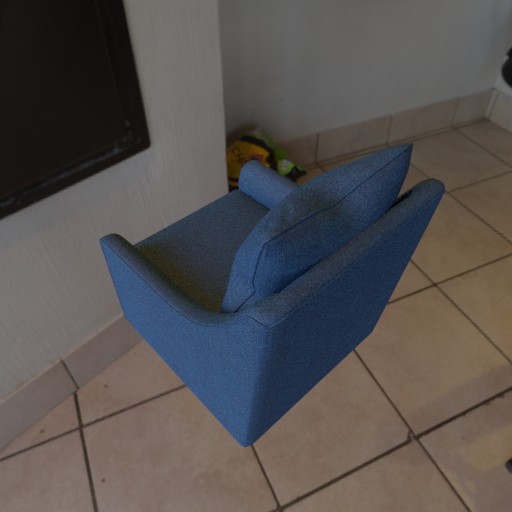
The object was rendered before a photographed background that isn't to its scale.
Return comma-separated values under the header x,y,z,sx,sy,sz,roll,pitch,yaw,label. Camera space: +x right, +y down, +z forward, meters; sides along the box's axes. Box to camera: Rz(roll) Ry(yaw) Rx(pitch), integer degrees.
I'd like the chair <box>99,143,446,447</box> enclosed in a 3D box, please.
x,y,z,sx,sy,sz,roll,pitch,yaw,label
0.000,0.000,1.571,0.750,0.939,0.870,-34,54,-29,chair
